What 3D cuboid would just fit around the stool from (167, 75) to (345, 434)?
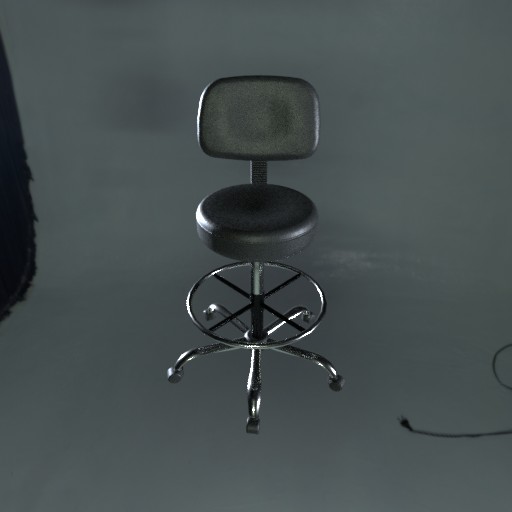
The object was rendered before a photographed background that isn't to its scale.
[{"bbox_3d":[0.000,0.000,1.524,0.694,1.069,0.658,1,32,2],"label":"stool"}]
